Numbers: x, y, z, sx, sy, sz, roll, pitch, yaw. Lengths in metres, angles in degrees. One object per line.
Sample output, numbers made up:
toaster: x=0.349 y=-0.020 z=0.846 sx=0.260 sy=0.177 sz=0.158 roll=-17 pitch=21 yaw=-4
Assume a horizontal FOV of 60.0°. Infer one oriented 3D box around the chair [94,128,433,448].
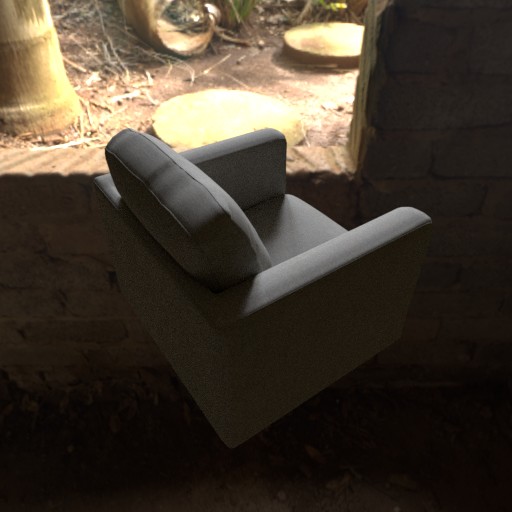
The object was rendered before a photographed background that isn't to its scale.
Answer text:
chair: x=0.000 y=0.000 z=1.577 sx=0.800 sy=0.927 sz=0.855 roll=-24 pitch=46 yaw=-26
